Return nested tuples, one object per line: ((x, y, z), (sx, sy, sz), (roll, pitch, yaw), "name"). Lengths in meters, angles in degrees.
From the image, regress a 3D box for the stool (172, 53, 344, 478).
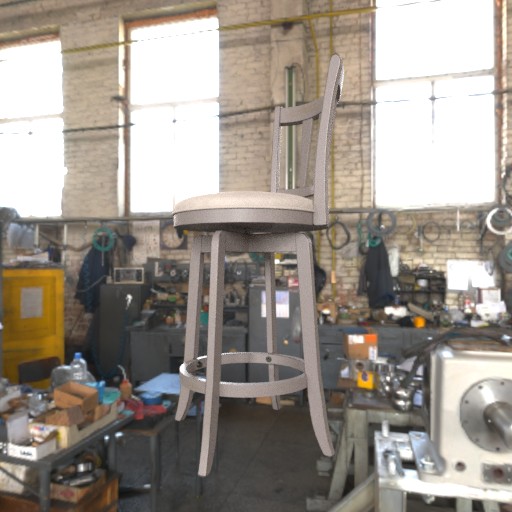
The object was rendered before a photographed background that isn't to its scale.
((0.000, 0.000, 1.271), (0.475, 1.023, 0.436), (0, 0, -18), "stool")
